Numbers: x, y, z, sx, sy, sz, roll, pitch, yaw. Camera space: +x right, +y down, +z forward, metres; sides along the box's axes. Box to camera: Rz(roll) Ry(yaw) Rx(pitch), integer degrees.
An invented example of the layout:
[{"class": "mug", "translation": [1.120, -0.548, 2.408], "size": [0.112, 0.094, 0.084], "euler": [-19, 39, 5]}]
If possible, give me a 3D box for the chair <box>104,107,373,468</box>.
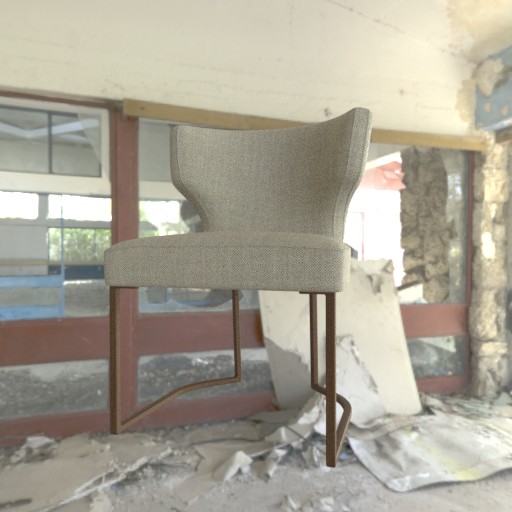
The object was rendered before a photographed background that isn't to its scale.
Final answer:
[{"class": "chair", "translation": [0.000, 0.000, 1.217], "size": [0.611, 0.824, 0.617], "euler": [0, 1, 18]}]
